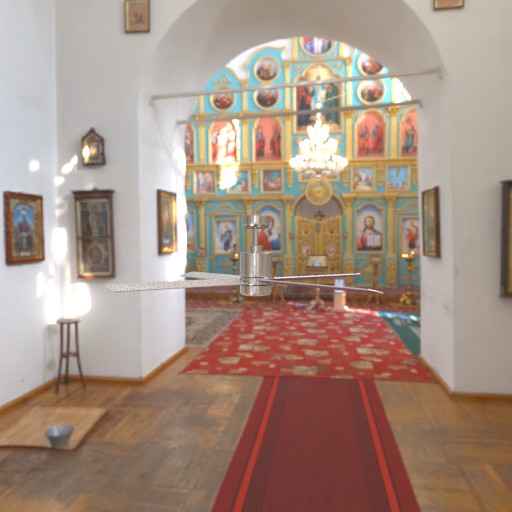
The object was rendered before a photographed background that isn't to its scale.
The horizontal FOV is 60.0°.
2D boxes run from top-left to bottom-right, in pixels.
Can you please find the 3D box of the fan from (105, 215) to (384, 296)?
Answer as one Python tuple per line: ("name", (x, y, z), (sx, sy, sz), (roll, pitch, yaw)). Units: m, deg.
("fan", (0.000, 0.000, 1.973), (1.322, 0.355, 1.322), (-1, 1, -37))
